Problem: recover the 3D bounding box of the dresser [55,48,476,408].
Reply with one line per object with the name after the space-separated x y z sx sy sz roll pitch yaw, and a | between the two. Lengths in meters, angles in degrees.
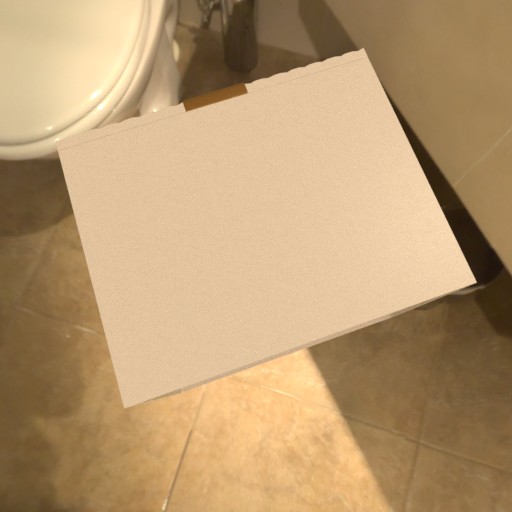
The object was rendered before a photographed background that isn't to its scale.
0.000 0.000 0.915 0.503 0.568 0.414 -19 76 -5 | dresser
